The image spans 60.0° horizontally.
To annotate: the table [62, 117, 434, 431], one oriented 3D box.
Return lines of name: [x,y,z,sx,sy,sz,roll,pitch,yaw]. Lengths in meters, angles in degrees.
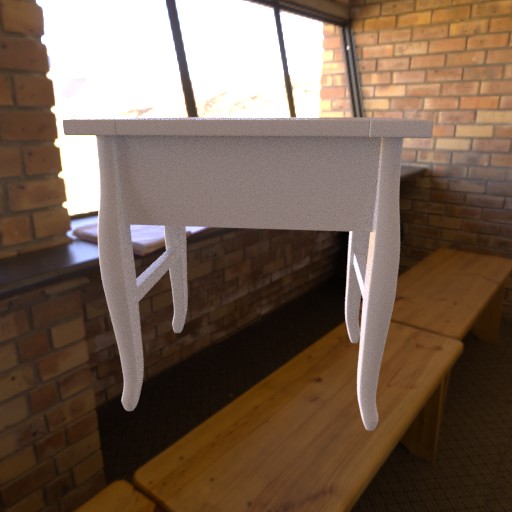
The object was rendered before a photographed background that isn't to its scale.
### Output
table: [0.000,0.000,1.014,0.599,0.605,0.463,2,18,7]
